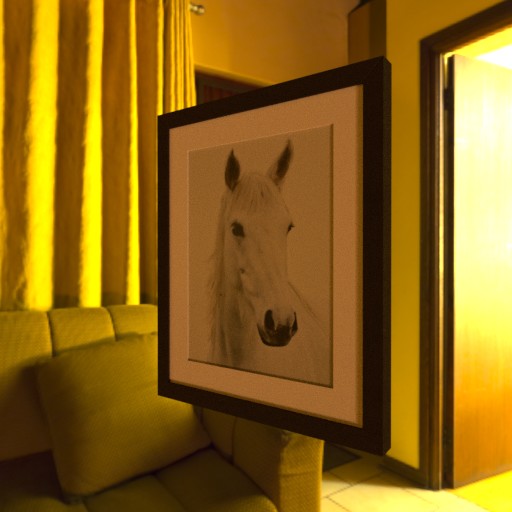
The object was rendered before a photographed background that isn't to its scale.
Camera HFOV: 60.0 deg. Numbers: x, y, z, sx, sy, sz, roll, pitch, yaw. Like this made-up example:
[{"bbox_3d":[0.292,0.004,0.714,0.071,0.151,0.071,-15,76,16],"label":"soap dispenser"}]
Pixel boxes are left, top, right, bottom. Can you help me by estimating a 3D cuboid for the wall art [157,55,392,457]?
[{"bbox_3d":[0.000,0.000,0.756,0.455,0.552,0.034,0,0,36],"label":"wall art"}]
